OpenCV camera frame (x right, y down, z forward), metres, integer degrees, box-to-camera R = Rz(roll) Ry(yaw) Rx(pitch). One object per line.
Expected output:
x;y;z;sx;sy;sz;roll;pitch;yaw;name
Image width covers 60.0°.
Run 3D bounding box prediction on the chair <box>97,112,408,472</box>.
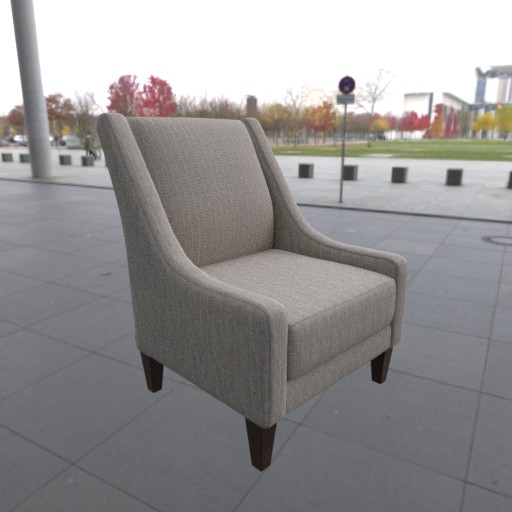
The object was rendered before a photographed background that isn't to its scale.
0.000;0.000;1.640;0.774;1.014;0.870;-15;21;-43;chair
